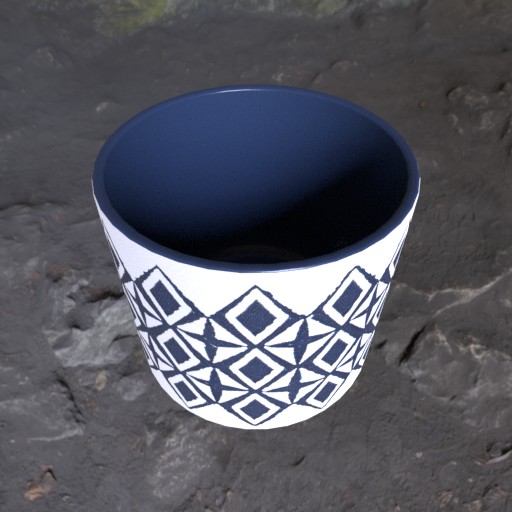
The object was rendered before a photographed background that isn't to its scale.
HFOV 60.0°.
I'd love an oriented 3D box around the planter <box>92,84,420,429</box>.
[{"bbox_3d":[0.000,0.000,0.309,0.182,0.165,0.182,0,46,0],"label":"planter"}]
